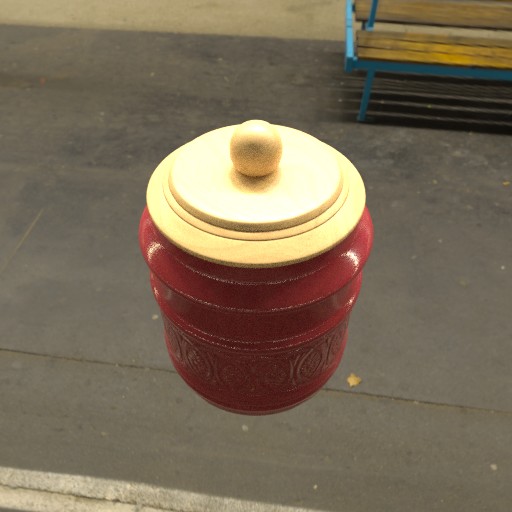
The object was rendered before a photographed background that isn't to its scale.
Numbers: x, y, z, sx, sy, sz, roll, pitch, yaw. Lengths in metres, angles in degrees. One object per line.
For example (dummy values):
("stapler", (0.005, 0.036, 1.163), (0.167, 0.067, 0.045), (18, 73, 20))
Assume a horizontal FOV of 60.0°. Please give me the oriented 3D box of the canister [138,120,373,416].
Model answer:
("canister", (0.000, 0.000, 0.270), (0.130, 0.176, 0.130), (0, 46, 0))
